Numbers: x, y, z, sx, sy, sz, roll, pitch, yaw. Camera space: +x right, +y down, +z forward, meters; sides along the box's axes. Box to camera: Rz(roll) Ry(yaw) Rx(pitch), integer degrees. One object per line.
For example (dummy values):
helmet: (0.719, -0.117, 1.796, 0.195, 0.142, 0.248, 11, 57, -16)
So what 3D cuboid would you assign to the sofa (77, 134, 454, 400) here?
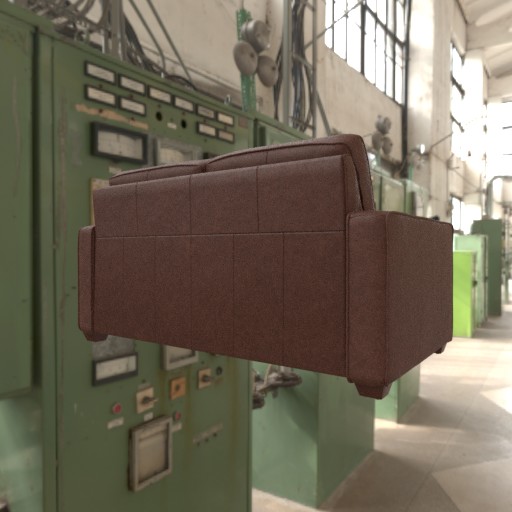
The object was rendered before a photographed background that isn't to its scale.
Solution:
sofa: (0.000, 0.000, 2.247, 1.709, 0.918, 0.947, 1, 1, 36)
